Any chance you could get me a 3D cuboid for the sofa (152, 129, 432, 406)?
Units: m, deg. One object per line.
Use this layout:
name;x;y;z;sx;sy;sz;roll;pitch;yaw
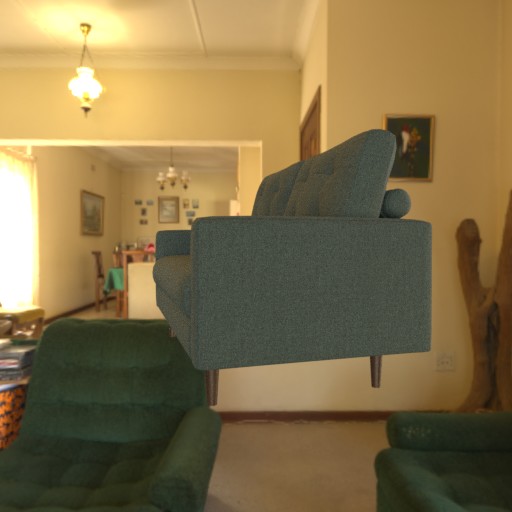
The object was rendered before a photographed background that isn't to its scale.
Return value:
sofa;0.000;0.000;1.997;0.842;0.907;1.407;0;2;-17
